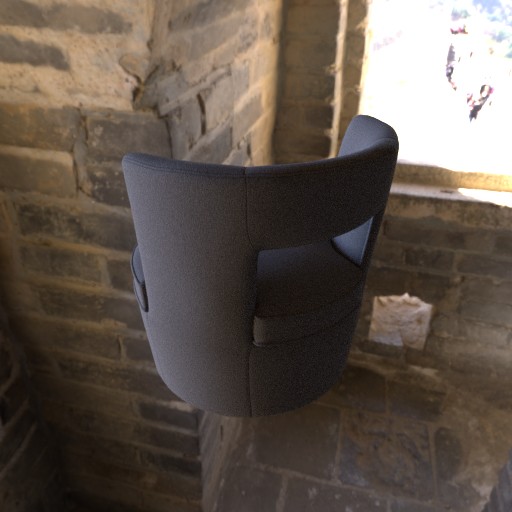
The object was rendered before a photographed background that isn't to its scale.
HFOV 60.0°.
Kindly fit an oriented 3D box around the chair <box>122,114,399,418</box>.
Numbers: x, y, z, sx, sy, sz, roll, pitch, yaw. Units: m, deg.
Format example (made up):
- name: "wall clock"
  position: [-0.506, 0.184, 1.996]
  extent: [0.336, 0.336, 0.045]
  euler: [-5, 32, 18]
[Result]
- name: "chair"
  position: [0.000, 0.000, 1.248]
  extent: [0.689, 0.719, 0.660]
  euler: [-18, 34, -29]
